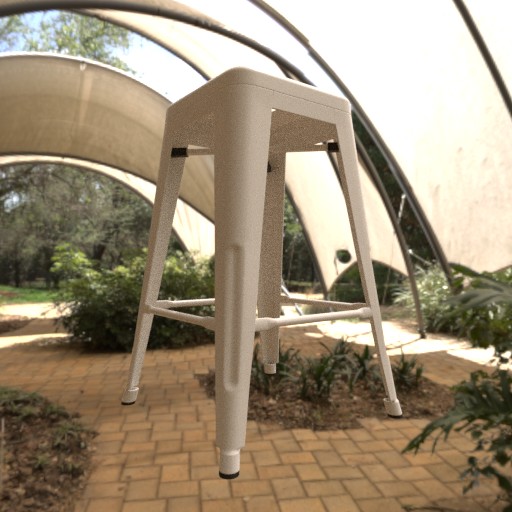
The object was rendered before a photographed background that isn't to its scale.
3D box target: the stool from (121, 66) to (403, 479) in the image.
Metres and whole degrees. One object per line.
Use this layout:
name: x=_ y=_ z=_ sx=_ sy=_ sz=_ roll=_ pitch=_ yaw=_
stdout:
stool: x=0.000 y=0.000 z=0.882 sx=0.406 sy=0.610 sz=0.406 roll=0 pitch=0 yaw=-37
